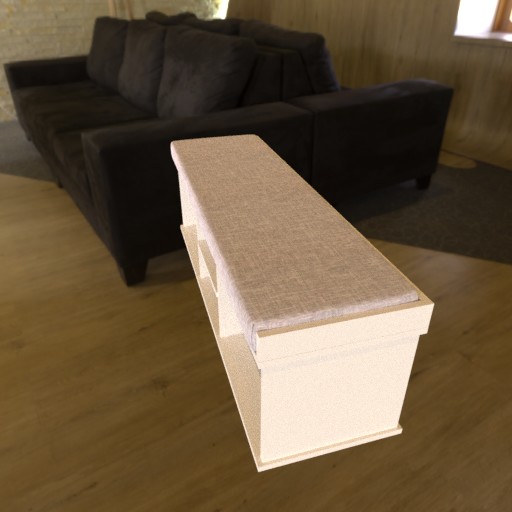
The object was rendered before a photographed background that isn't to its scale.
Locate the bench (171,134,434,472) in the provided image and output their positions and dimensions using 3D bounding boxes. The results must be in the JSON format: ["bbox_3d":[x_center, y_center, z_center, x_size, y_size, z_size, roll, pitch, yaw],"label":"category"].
[{"bbox_3d":[0.000,0.000,1.403,0.363,0.453,1.196,-8,32,-14],"label":"bench"}]
